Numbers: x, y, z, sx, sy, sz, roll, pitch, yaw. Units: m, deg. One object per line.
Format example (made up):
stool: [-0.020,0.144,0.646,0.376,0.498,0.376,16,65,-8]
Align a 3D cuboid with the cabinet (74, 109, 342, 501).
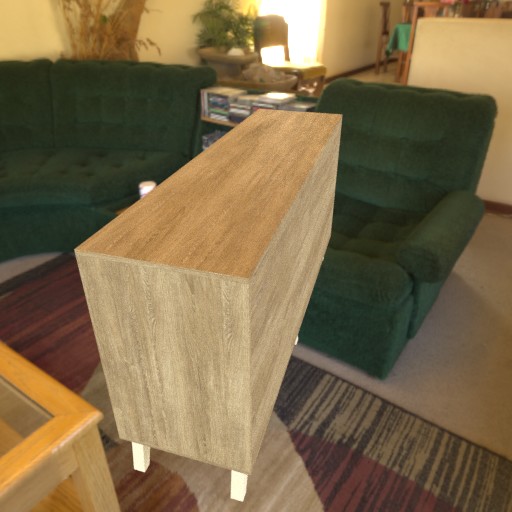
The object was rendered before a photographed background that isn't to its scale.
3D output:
cabinet: [0.000,0.000,1.912,0.450,0.870,1.600,9,32,14]
